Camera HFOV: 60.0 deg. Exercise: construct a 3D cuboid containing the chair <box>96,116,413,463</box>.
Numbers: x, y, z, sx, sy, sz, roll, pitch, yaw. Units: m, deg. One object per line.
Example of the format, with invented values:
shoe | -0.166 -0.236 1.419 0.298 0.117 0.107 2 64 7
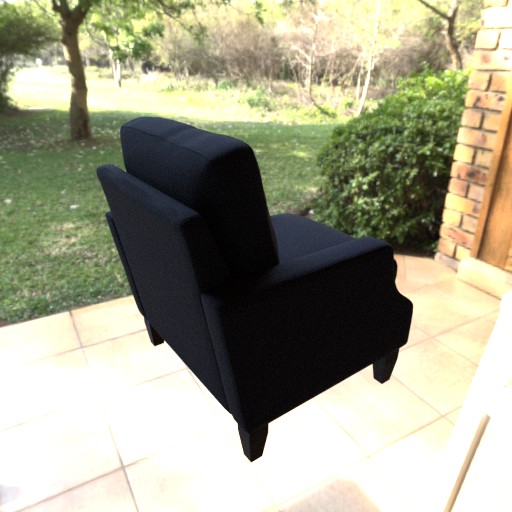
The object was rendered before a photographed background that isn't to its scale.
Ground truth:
chair | 0.000 0.000 1.644 0.897 0.991 0.855 -17 30 -32
